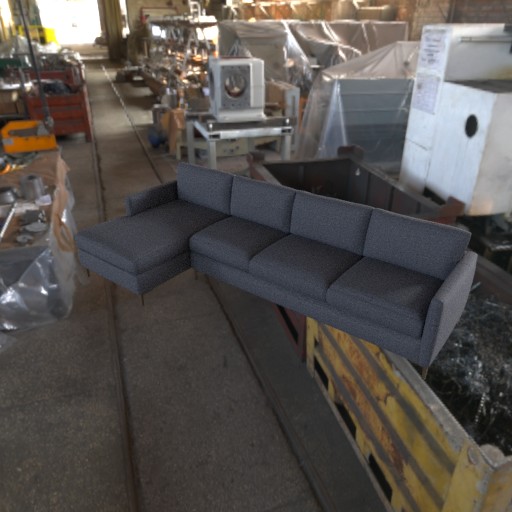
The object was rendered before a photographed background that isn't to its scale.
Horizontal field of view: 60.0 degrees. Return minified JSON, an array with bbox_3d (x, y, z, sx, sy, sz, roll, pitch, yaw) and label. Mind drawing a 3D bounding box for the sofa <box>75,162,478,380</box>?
[{"bbox_3d":[0.000,0.000,2.899,2.445,0.673,1.125,20,34,32],"label":"sofa"}]
